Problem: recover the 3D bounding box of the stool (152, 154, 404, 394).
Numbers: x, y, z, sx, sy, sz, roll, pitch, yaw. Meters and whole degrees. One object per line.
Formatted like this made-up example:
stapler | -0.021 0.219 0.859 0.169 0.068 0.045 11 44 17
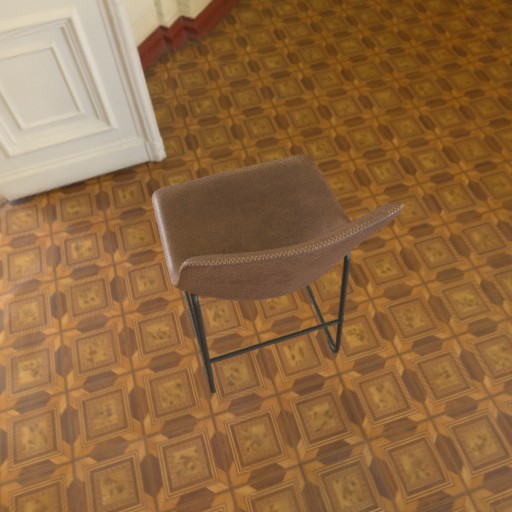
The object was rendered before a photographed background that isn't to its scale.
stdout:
stool | 0.000 0.000 1.198 0.460 0.890 0.550 -16 60 -9
